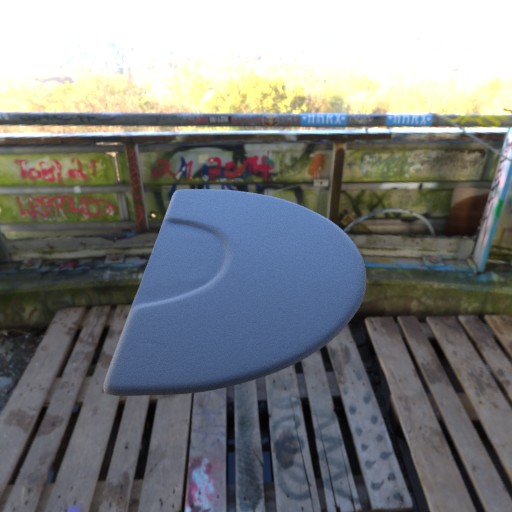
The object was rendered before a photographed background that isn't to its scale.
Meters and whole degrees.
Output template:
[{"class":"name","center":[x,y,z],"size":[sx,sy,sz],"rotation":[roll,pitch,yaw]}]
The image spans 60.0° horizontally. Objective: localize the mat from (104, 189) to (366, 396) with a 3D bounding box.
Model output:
[{"class":"mat","center":[0.000,0.000,1.914],"size":[0.917,0.016,1.525],"rotation":[0,31,-1]}]
